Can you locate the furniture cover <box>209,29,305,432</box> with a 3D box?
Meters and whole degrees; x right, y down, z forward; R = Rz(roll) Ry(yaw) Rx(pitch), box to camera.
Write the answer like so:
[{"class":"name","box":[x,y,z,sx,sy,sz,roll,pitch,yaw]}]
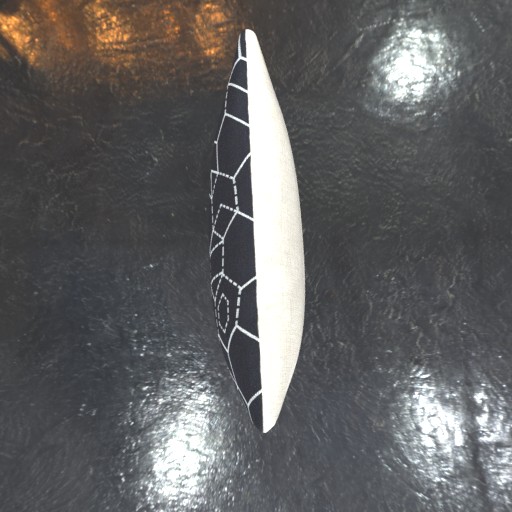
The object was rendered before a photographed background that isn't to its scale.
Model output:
[{"class":"furniture cover","box":[0.000,0.000,0.787,0.158,0.508,0.517,-2,77,-1]}]
